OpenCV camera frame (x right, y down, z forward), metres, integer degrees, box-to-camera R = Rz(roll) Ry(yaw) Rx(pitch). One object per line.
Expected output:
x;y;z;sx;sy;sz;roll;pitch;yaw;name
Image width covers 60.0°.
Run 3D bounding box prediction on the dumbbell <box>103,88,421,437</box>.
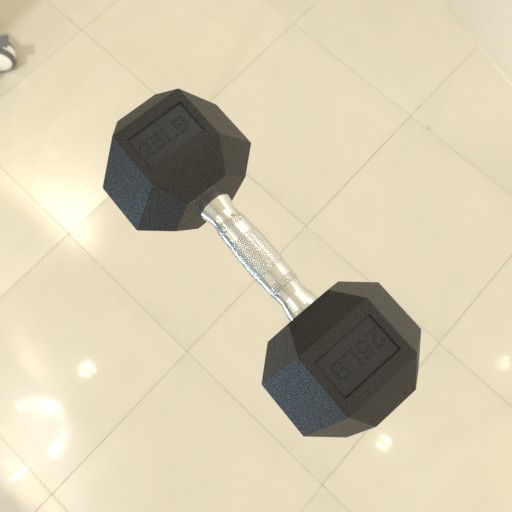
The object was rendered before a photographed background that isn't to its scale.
0.000;0.000;0.380;0.129;0.113;0.315;-39;80;-8;dumbbell
